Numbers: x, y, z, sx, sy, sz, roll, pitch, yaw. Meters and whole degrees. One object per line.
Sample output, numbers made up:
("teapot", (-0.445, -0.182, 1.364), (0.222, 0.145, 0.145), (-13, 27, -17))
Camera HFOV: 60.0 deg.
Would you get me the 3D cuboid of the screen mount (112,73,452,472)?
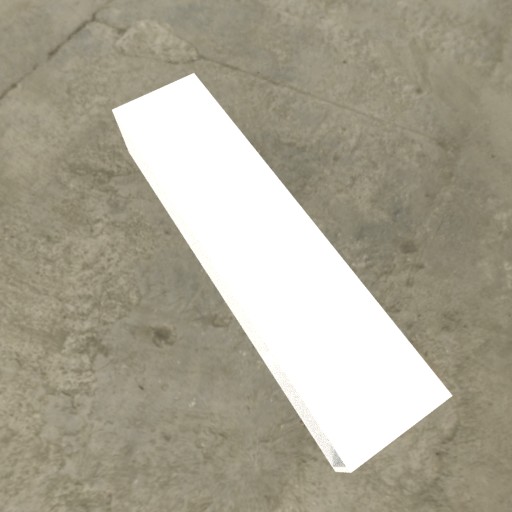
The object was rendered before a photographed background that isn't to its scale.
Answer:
("screen mount", (0.000, 0.000, 1.825), (0.399, 0.432, 1.644), (-30, 68, -13))
